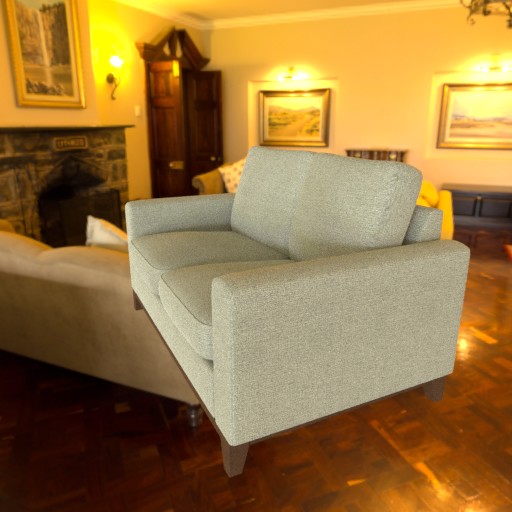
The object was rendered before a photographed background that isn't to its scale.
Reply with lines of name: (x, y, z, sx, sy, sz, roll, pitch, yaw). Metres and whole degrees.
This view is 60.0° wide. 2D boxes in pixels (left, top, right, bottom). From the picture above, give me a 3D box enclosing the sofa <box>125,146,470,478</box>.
sofa: (0.000, 0.000, 1.939, 0.917, 0.873, 1.420, -8, 19, -25)
